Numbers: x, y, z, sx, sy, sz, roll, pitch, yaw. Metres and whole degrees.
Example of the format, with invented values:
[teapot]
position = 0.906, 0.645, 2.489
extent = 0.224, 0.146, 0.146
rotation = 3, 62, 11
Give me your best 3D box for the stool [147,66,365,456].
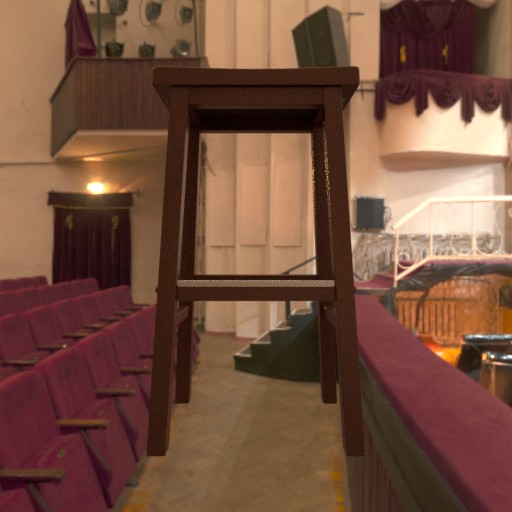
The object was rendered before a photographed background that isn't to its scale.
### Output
[stool]
position = 0.000, 0.000, 0.980
extent = 0.406, 0.742, 0.322
rotation = 0, 0, 0
